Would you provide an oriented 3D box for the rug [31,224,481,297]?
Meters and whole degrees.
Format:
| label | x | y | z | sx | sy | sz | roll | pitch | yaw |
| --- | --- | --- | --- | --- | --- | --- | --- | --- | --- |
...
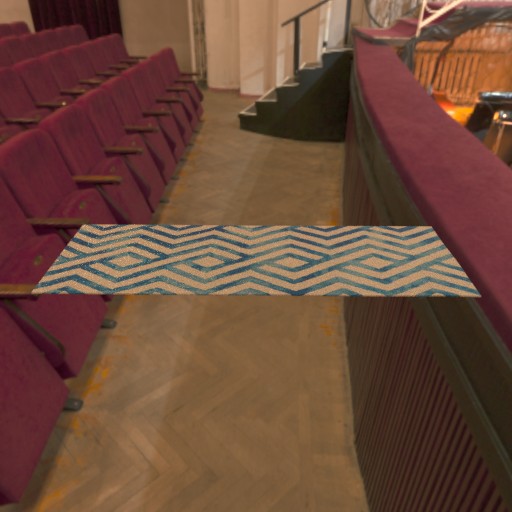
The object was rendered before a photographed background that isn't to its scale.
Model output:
| label | x | y | z | sx | sy | sz | roll | pitch | yaw |
| --- | --- | --- | --- | --- | --- | --- | --- | --- | --- |
| rug | 0.000 | 0.000 | 1.681 | 1.492 | 0.007 | 0.503 | 0 | 31 | 1 |
